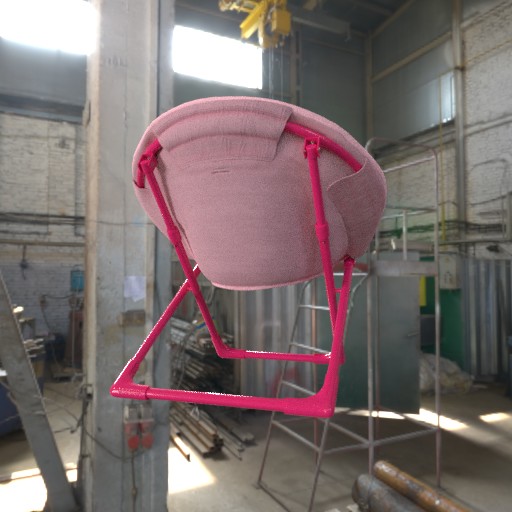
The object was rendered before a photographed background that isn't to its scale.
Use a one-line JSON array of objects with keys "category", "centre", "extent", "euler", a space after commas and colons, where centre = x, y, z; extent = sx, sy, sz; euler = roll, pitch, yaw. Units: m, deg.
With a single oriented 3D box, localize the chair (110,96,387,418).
[{"category": "chair", "centre": [0.000, 0.000, 0.915], "extent": [0.522, 0.494, 0.459], "euler": [-1, -3, 18]}]
